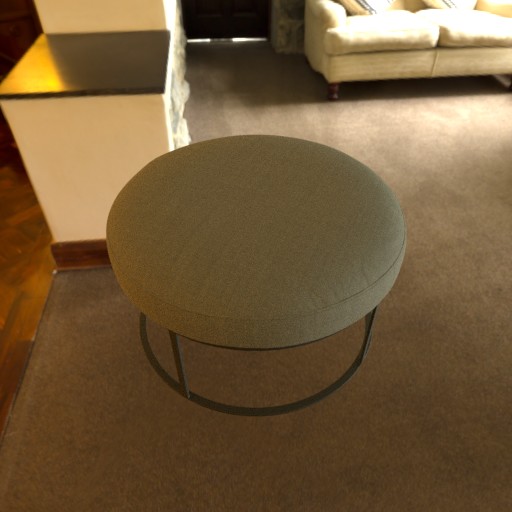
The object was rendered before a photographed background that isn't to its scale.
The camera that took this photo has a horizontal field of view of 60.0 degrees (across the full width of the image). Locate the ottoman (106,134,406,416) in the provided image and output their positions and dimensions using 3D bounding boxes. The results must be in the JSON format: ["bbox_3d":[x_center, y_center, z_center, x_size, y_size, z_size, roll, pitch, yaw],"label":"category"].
[{"bbox_3d":[0.000,0.000,1.263,0.772,0.460,0.772,0,42,0],"label":"ottoman"}]
